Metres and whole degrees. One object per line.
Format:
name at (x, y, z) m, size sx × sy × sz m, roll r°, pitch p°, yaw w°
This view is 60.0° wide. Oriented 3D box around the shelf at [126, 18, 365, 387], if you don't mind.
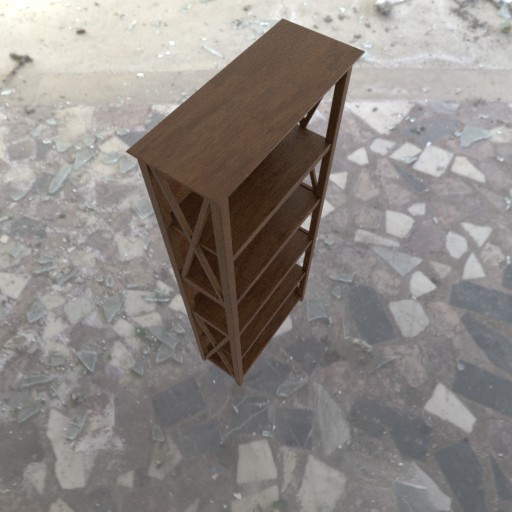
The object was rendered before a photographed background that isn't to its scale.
shelf at (0.000, 0.000, 2.191) m, size 0.335 × 1.905 × 0.805 m, roll 31°, pitch 64°, yaw 18°
